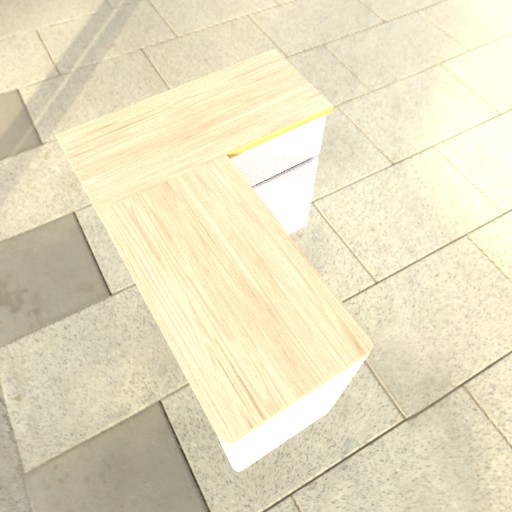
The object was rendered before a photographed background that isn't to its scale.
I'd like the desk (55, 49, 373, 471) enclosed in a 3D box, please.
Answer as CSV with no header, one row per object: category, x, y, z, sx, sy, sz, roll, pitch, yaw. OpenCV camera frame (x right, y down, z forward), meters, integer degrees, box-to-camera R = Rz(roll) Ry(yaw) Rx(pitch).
desk,0.000,0.000,1.718,0.900,0.760,1.170,-28,63,-15
